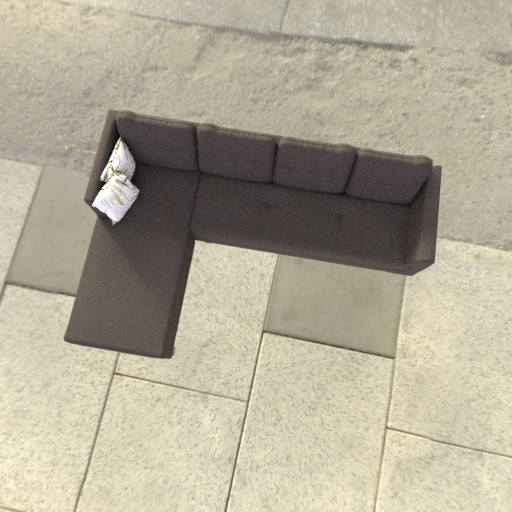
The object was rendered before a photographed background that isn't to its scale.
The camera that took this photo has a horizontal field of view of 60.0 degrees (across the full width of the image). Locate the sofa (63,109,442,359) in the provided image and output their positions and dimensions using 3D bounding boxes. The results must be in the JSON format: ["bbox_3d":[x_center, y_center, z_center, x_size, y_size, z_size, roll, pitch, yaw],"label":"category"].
[{"bbox_3d":[0.000,0.000,3.539,2.679,0.932,1.829,9,76,2],"label":"sofa"}]
